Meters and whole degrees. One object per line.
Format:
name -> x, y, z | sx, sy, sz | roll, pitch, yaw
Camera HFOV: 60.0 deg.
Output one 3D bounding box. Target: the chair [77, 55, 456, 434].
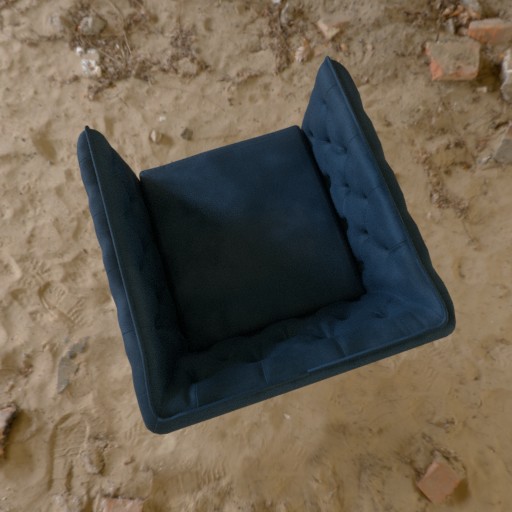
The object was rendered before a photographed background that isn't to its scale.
chair -> 0.000, 0.000, 1.543 | 0.868, 0.771, 0.877 | -18, 77, -4
